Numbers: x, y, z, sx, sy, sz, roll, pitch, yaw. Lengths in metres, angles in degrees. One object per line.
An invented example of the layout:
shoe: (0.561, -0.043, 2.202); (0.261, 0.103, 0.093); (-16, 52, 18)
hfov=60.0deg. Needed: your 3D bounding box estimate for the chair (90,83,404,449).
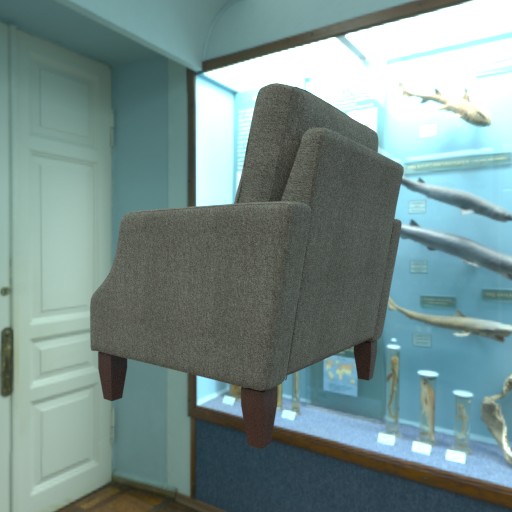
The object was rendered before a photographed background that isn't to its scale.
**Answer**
chair: (0.000, 0.000, 1.641); (0.897, 0.993, 0.855); (1, 1, 36)
